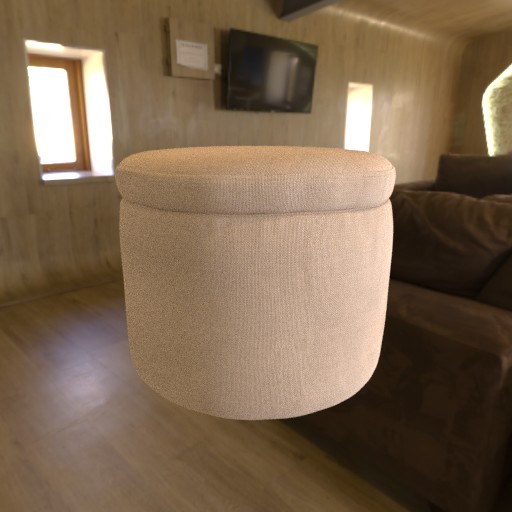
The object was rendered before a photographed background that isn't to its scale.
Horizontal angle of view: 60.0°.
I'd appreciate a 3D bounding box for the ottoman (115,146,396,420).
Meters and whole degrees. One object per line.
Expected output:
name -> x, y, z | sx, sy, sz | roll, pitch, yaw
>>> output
ottoman -> 0.000, 0.000, 0.854 | 0.497, 0.409, 0.497 | 0, 15, 0
